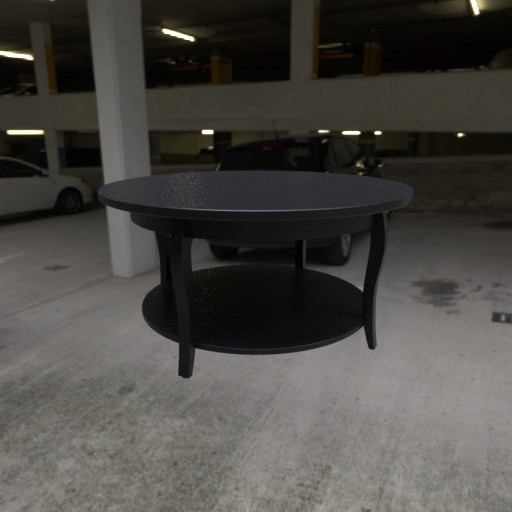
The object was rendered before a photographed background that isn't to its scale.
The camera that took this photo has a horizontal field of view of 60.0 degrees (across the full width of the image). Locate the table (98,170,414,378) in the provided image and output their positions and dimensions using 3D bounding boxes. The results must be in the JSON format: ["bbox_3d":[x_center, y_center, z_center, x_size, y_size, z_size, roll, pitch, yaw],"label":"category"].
[{"bbox_3d":[0.000,0.000,1.416,0.914,0.457,0.914,0,16,0],"label":"table"}]
